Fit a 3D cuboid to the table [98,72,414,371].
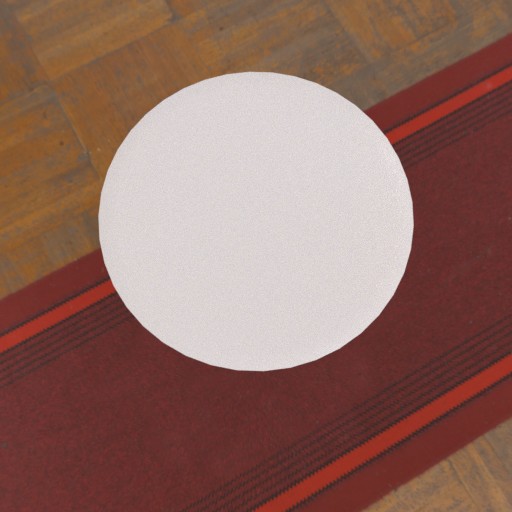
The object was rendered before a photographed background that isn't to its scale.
[{"bbox_3d":[0.000,0.000,1.040,0.513,0.653,0.513,0,76,0],"label":"table"}]
